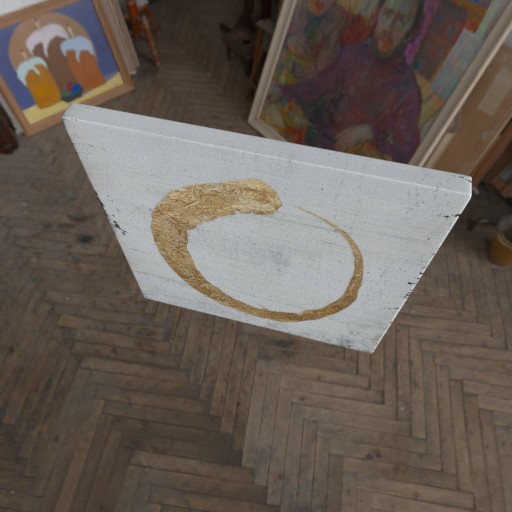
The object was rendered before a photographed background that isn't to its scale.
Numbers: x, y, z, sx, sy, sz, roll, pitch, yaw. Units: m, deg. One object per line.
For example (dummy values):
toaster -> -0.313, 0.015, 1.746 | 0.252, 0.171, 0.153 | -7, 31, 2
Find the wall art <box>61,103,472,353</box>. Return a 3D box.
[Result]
wall art -> 0.000, 0.000, 0.902 | 0.610, 0.611, 0.040 | 13, 58, 8
